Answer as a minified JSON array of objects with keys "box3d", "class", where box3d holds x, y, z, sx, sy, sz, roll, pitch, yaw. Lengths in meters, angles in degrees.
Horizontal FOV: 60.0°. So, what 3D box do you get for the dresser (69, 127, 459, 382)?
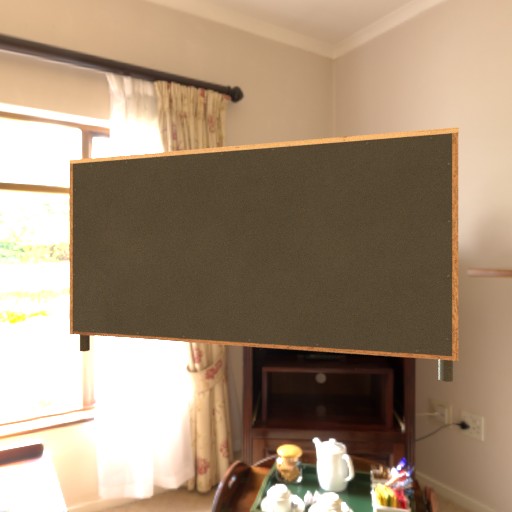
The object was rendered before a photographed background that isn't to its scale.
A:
[{"box3d":[0.000,0.000,1.910,1.547,0.834,0.487,0,0,18],"class":"dresser"}]
